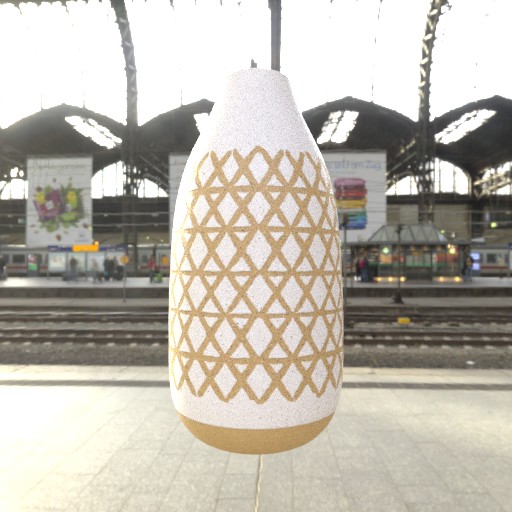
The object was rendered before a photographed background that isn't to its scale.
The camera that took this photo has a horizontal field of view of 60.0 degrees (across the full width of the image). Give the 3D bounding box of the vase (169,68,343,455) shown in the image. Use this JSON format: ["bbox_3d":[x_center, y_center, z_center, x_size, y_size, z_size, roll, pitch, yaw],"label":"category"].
[{"bbox_3d":[0.000,0.000,0.482,0.186,0.380,0.186,0,-1,0],"label":"vase"}]
